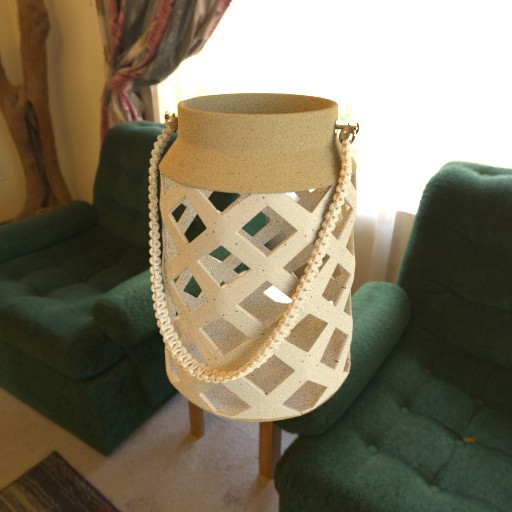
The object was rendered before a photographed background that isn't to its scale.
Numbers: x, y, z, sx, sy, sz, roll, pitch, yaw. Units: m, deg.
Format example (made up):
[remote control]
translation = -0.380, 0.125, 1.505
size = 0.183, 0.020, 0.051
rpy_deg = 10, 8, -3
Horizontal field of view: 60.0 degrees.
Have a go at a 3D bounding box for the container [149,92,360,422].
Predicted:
[container]
translation = 0.000, 0.000, 0.347
size = 0.163, 0.229, 0.172
rpy_deg = 8, 28, 16
